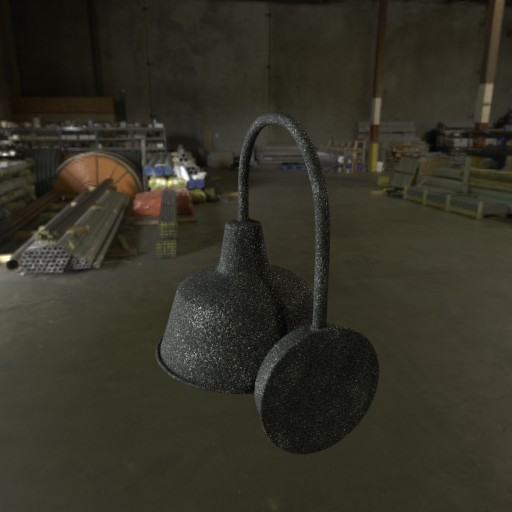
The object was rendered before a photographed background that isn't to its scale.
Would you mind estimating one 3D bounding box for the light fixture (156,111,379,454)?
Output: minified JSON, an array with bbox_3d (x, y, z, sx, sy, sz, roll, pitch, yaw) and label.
[{"bbox_3d":[0.000,0.000,0.489,0.216,0.300,0.283,-7,18,-24],"label":"light fixture"}]
